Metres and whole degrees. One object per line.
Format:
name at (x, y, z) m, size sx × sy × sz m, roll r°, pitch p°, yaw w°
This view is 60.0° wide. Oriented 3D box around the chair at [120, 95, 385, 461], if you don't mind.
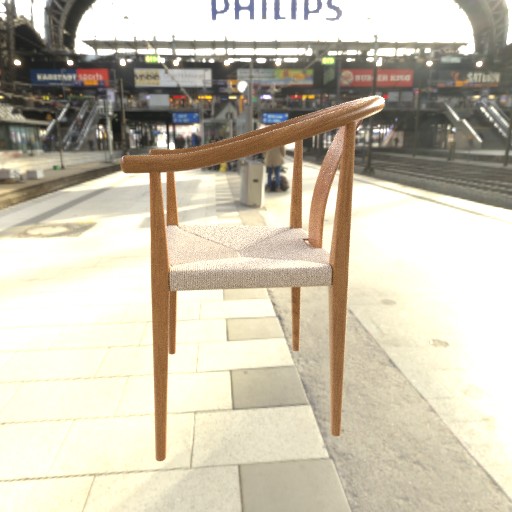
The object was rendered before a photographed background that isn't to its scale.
chair at (0.000, 0.000, 1.181) m, size 0.579 × 0.800 × 0.556 m, roll -2°, pitch 15°, yaw -7°
